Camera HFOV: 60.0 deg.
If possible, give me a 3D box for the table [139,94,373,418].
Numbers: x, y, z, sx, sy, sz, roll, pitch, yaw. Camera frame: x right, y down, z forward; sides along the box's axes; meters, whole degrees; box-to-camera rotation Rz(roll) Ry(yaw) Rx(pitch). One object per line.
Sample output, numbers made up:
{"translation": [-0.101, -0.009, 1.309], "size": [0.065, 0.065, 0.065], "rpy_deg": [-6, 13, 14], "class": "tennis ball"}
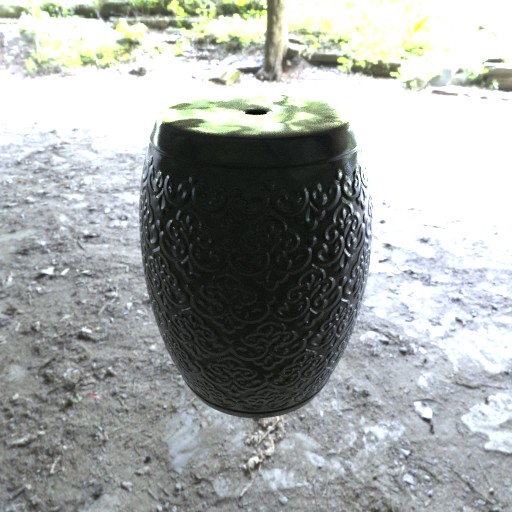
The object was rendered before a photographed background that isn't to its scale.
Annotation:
{"translation": [0.000, 0.000, 0.622], "size": [0.309, 0.397, 0.309], "rpy_deg": [0, 30, 0], "class": "table"}
